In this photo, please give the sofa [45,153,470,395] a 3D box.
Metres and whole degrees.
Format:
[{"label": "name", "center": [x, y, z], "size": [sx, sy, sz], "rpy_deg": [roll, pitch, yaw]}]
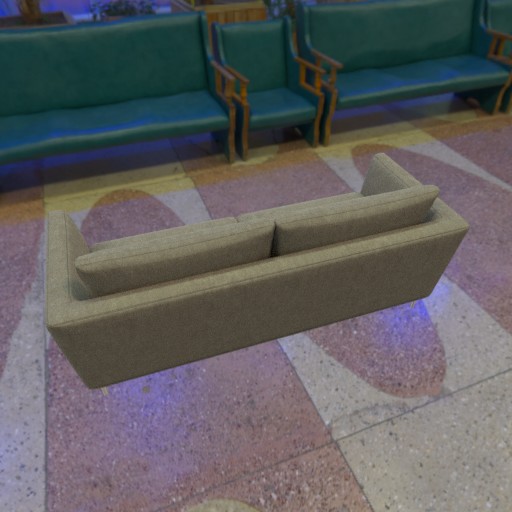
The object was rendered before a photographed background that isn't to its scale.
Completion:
[{"label": "sofa", "center": [0.000, 0.000, 2.527], "size": [2.121, 0.864, 0.889], "rpy_deg": [-13, 42, -15]}]
